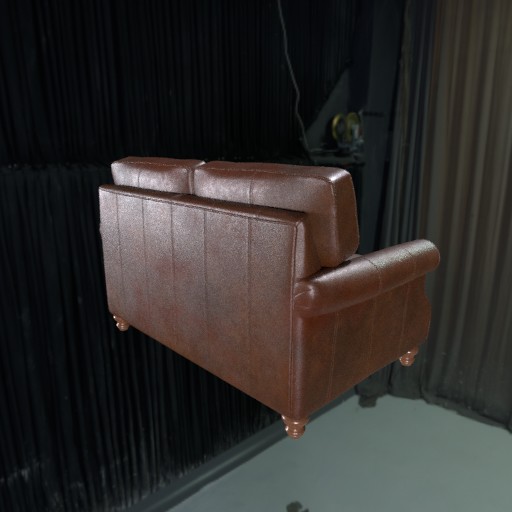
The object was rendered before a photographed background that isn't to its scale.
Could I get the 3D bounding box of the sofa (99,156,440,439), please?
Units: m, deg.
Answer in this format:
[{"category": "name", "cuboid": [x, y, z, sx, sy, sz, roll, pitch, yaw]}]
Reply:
[{"category": "sofa", "cuboid": [0.000, 0.000, 2.263, 0.990, 0.976, 1.616, -14, 20, -42]}]
